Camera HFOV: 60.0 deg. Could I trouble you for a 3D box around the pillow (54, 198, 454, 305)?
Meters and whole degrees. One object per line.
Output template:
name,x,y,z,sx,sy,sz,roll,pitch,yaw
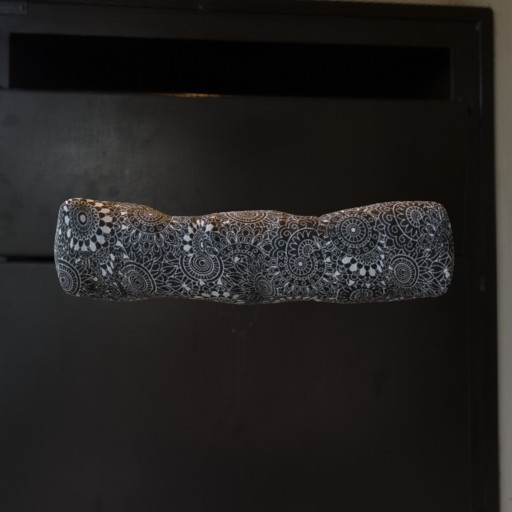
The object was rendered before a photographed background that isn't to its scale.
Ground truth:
pillow,0.000,0.000,0.729,0.468,0.128,0.490,0,-1,0
